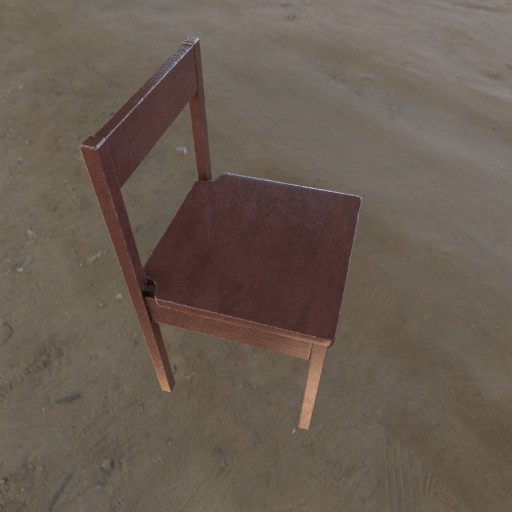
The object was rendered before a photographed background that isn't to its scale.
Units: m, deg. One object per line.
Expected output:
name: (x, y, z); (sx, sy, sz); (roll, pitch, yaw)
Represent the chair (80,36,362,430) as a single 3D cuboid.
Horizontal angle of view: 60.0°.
chair: (0.000, 0.000, 0.878); (0.361, 0.668, 0.367); (12, 48, 11)
